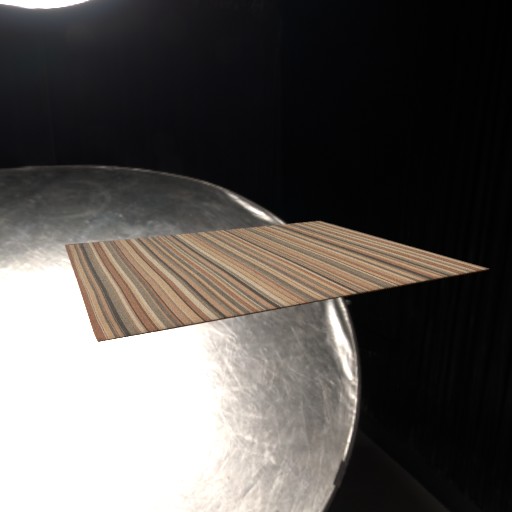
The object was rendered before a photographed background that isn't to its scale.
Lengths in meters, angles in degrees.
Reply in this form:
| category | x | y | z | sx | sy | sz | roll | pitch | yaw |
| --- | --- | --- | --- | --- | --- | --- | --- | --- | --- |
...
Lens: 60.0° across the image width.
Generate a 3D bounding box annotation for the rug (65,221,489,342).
| category | x | y | z | sx | sy | sz | roll | pitch | yaw |
| --- | --- | --- | --- | --- | --- | --- | --- | --- | --- |
| rug | 0.000 | 0.000 | 4.005 | 3.045 | 0.011 | 2.436 | -7 | 16 | -25 |
